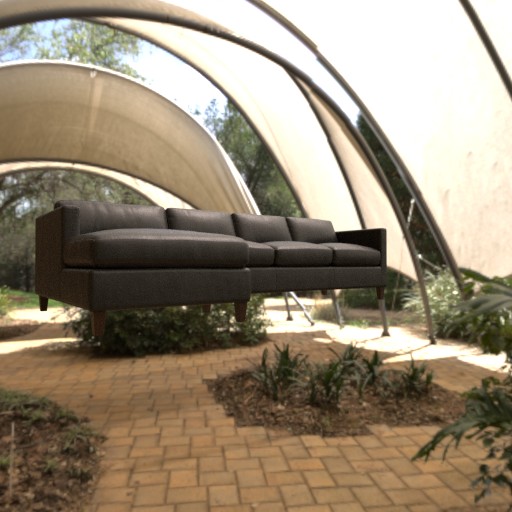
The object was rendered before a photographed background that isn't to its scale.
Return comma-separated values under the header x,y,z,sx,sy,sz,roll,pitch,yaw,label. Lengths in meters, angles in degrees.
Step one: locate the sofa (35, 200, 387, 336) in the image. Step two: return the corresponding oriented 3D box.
x,y,z,sx,sy,sz,roll,pitch,yaw,label
0.000,0.000,3.818,3.203,0.883,1.581,1,-1,-36,sofa
